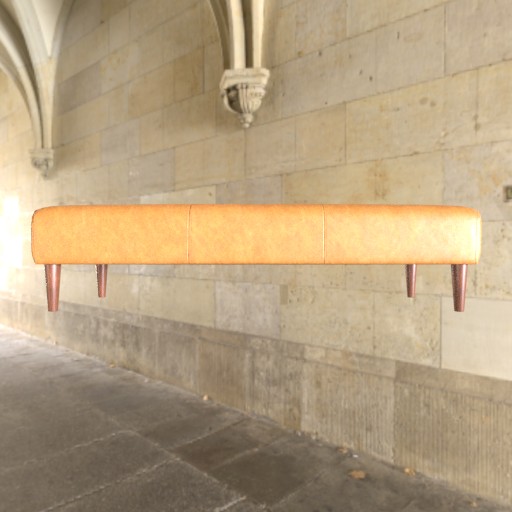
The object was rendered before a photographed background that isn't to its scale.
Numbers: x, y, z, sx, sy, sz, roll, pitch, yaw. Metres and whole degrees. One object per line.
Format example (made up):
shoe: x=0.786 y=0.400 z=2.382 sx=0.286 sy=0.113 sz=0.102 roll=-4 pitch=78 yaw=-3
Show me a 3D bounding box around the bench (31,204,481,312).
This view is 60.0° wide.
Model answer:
bench: x=0.000 y=0.000 z=1.871 sx=1.610 sy=0.399 sz=0.653 roll=0 pitch=0 yaw=0
